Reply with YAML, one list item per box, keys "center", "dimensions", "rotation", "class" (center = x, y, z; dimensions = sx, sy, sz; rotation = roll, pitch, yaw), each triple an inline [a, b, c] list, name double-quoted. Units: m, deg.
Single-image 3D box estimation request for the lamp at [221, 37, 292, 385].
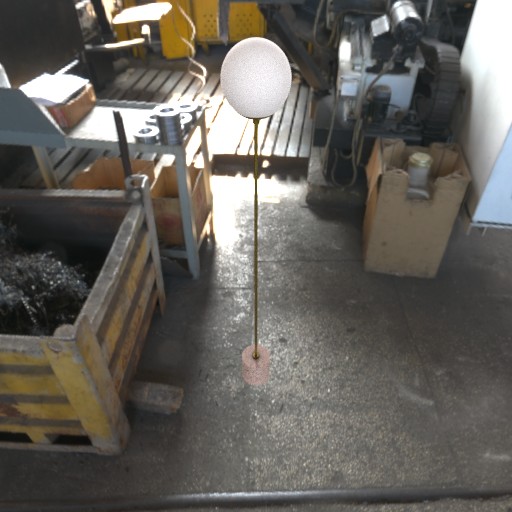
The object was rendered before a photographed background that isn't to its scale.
- center: [0.000, 0.000, 1.921]
  dimensions: [0.229, 1.748, 0.229]
  rotation: [-24, 46, -26]
  class: "lamp"
